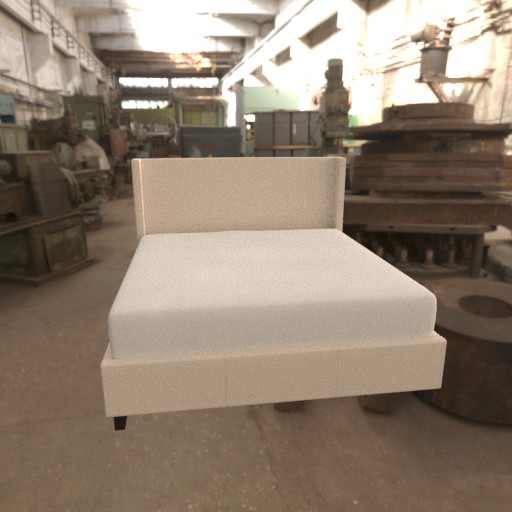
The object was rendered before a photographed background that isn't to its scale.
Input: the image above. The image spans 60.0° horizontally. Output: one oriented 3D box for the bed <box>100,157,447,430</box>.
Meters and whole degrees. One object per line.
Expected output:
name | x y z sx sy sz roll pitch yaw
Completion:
bed | 0.000 0.000 3.676 2.145 1.471 2.293 -2 16 -8
